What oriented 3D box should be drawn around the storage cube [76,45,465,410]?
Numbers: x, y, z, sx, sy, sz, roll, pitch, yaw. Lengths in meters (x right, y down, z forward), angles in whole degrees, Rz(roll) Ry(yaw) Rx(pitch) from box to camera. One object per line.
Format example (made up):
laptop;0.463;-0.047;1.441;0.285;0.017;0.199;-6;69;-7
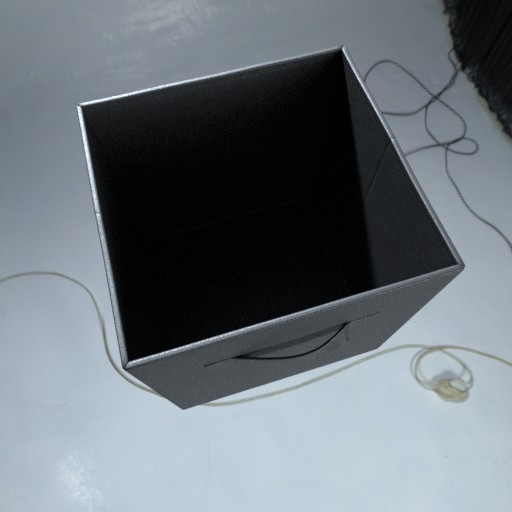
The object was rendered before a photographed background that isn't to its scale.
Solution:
storage cube;0.000;0.000;0.495;0.270;0.280;0.270;-15;66;-7
